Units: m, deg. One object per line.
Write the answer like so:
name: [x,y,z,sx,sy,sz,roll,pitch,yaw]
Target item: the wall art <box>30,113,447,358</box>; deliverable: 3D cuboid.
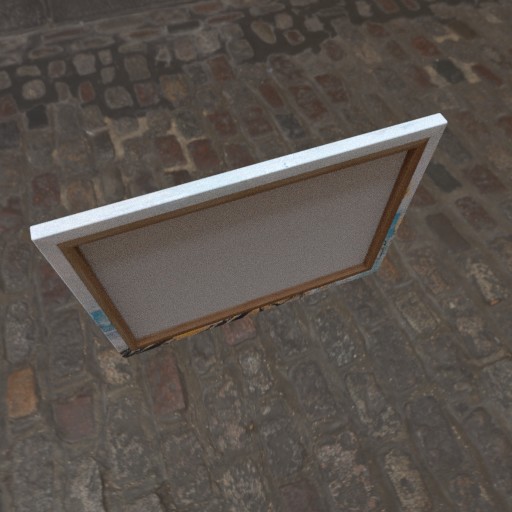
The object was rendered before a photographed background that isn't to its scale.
wall art: [0.000,0.000,1.350,1.016,0.762,0.038,-18,60,-11]
